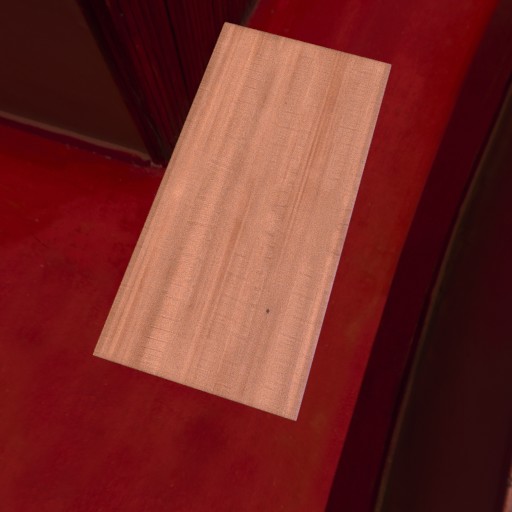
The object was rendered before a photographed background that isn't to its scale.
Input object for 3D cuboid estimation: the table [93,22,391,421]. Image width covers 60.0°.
[{"bbox_3d":[0.000,0.000,1.028,0.300,0.701,0.599,17,75,5],"label":"table"}]
